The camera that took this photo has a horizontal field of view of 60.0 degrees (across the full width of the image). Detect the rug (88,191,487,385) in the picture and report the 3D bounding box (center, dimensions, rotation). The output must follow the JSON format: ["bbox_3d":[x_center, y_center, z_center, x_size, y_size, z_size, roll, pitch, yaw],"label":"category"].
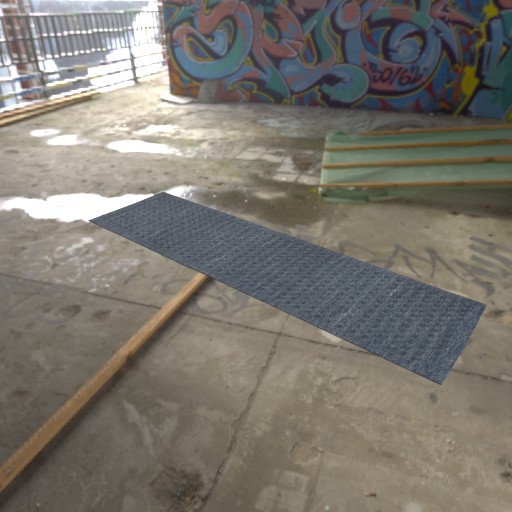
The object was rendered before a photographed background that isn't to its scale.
[{"bbox_3d":[0.000,0.000,2.654,2.443,0.008,0.688,22,37,33],"label":"rug"}]
